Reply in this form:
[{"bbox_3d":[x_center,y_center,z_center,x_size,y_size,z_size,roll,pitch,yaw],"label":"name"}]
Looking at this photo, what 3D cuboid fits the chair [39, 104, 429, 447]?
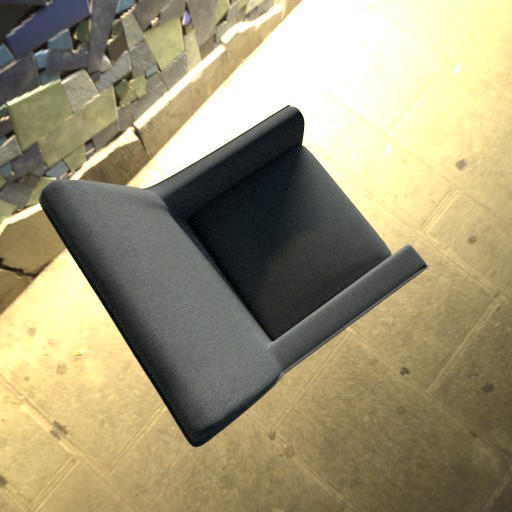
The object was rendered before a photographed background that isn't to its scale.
[{"bbox_3d":[0.000,0.000,1.577,0.899,0.919,0.780,-34,78,-8],"label":"chair"}]
